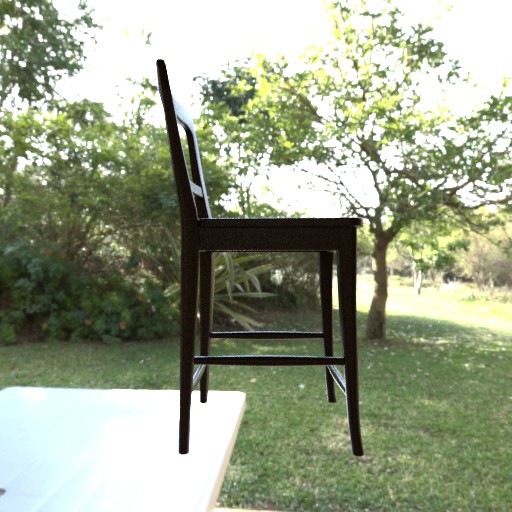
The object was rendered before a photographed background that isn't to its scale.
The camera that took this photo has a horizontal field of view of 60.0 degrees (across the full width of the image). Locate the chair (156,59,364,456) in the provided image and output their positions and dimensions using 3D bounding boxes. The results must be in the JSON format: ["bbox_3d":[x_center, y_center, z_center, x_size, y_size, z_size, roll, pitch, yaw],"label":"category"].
[{"bbox_3d":[0.000,0.000,1.306,0.546,0.991,0.450,0,0,1],"label":"chair"}]
